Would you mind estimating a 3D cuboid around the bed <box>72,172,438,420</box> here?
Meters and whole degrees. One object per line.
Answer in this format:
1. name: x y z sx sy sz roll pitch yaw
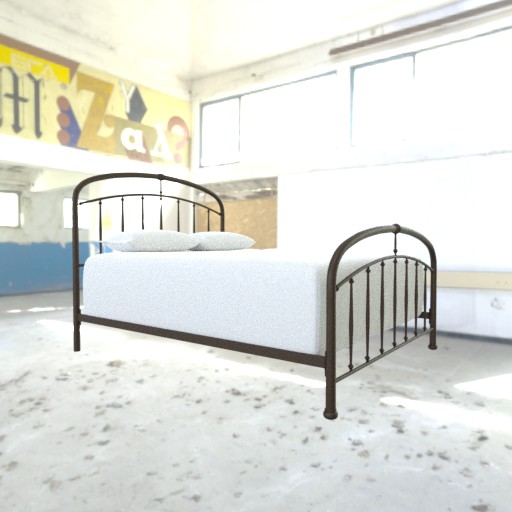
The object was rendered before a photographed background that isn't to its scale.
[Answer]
1. bed: 0.000 0.000 3.317 2.180 1.425 1.711 1 2 37
